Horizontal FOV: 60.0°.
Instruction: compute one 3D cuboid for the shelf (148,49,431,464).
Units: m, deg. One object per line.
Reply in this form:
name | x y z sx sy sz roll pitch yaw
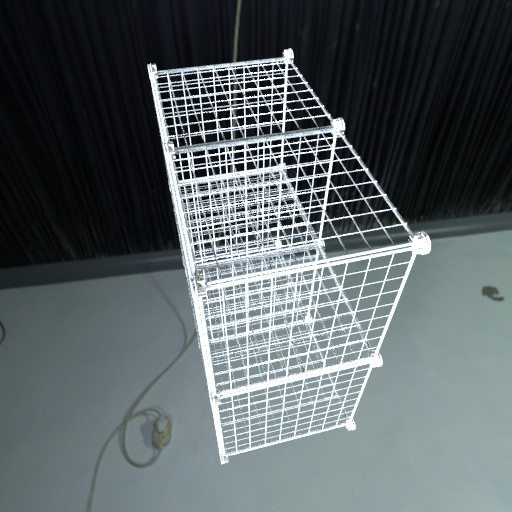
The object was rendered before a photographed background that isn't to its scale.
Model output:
shelf | 0.000 0.000 1.113 0.356 0.711 0.711 -11 48 -10
